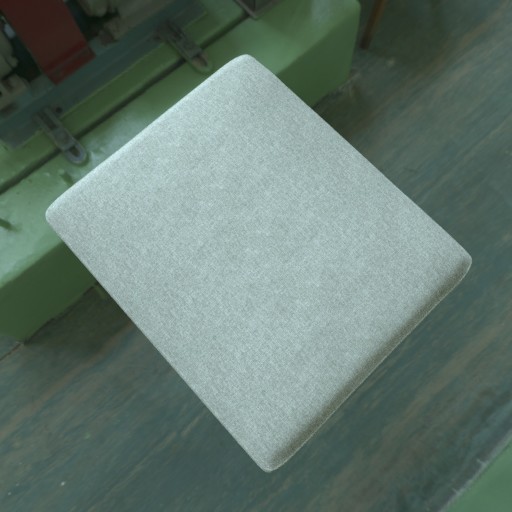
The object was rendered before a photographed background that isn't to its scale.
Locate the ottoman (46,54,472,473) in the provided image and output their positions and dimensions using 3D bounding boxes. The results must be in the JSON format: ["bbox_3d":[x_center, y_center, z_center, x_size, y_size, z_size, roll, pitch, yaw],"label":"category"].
[{"bbox_3d":[0.000,0.000,1.228,0.693,0.474,0.821,-42,79,-10],"label":"ottoman"}]
